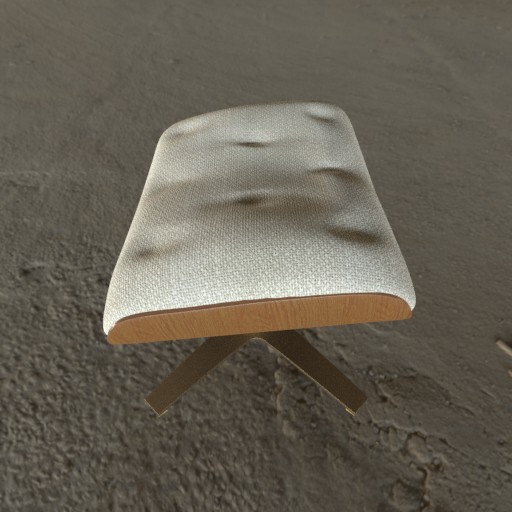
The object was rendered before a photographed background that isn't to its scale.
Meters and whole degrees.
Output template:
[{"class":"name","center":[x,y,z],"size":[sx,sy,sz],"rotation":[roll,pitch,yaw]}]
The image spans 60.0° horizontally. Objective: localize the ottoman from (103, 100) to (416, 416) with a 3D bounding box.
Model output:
[{"class":"ottoman","center":[0.000,0.000,0.784],"size":[0.394,0.391,0.520],"rotation":[0,41,0]}]
